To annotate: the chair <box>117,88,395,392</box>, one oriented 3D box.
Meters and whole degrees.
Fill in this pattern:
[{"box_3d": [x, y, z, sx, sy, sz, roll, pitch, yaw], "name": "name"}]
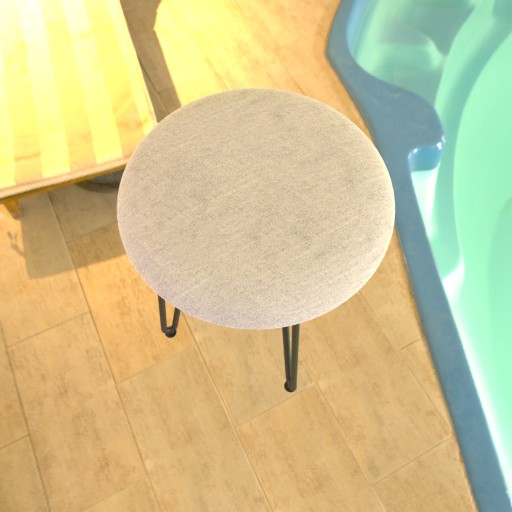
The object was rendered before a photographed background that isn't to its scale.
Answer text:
[{"box_3d": [0.000, 0.000, 0.641, 0.350, 0.386, 0.350, -19, 66, -9], "name": "chair"}]
